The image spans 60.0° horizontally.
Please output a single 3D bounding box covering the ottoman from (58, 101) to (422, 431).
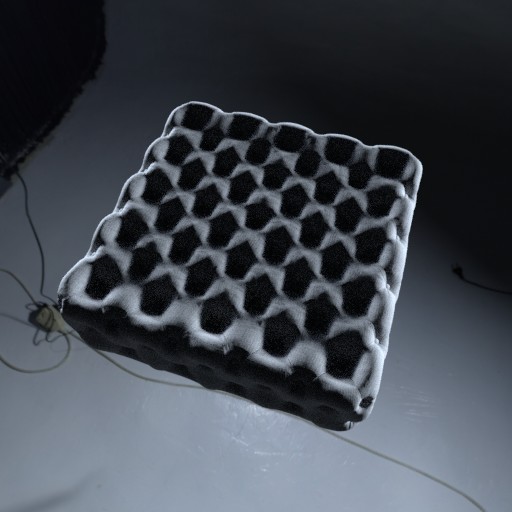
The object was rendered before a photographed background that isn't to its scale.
[{"bbox_3d":[0.000,0.000,1.236,0.758,0.365,0.764,16,60,10],"label":"ottoman"}]
